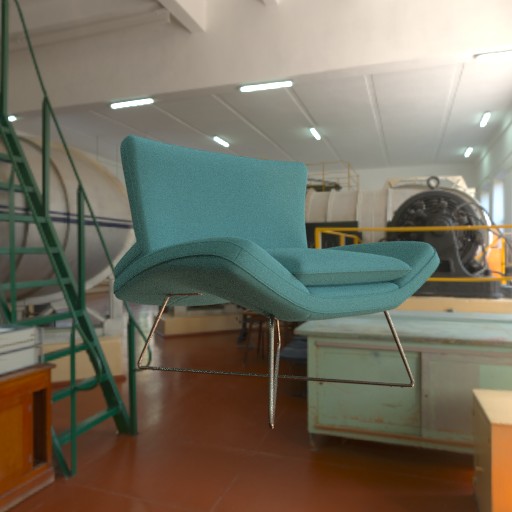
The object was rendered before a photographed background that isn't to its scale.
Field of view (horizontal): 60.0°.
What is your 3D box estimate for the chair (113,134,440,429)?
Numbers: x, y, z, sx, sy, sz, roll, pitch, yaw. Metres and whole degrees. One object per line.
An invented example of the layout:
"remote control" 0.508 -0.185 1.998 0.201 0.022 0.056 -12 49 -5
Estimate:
"chair" 0.000 0.000 1.638 0.859 0.855 1.008 0 0 -36
